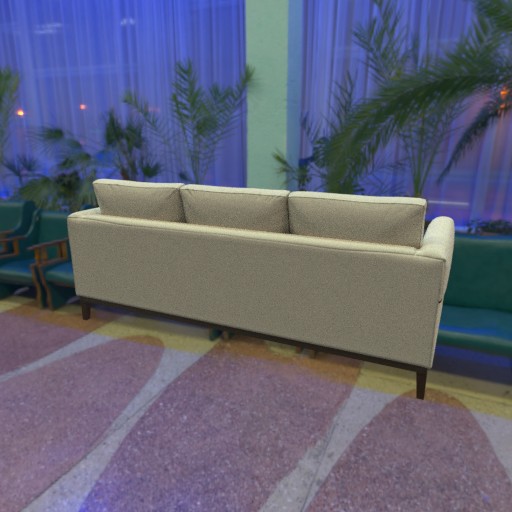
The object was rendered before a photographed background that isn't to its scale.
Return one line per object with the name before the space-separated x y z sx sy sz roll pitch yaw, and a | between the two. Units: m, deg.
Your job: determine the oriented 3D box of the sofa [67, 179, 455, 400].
sofa | 0.000 0.000 2.733 2.198 0.911 0.902 7 18 24
